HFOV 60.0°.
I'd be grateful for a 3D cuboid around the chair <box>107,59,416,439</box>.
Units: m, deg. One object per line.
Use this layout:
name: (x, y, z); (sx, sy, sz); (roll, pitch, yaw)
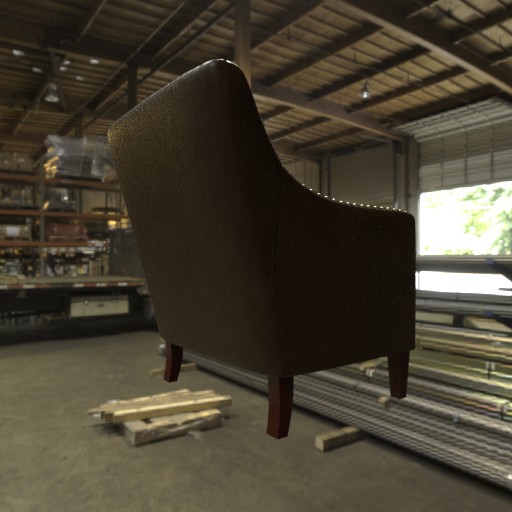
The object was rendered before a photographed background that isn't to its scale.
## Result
chair: (0.000, 0.000, 1.311); (0.704, 0.813, 0.639); (0, 0, -37)
